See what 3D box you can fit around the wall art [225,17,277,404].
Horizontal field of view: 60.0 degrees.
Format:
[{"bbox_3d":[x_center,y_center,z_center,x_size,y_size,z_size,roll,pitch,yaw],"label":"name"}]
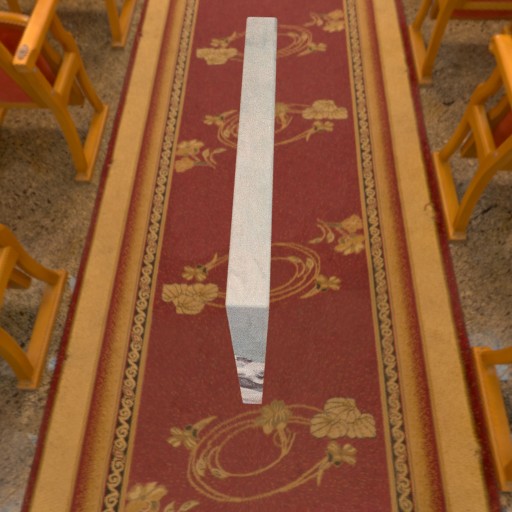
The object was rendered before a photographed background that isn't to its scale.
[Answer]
[{"bbox_3d":[0.000,0.000,1.152,0.061,0.911,0.609,2,64,1],"label":"wall art"}]
